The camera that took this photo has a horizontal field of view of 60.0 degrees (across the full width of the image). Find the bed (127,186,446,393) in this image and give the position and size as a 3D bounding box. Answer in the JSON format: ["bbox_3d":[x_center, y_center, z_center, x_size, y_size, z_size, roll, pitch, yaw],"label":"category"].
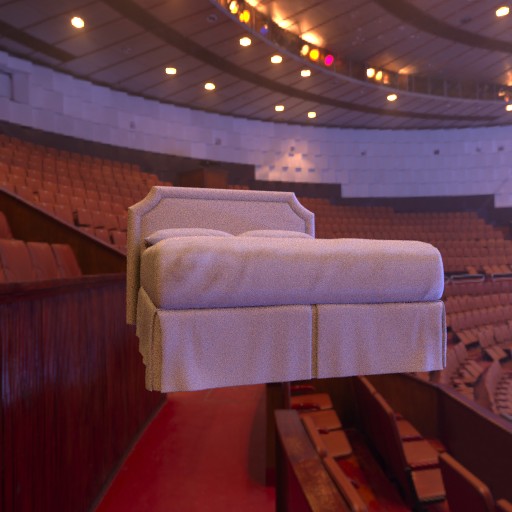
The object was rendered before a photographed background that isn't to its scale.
[{"bbox_3d":[0.000,0.000,3.270,1.828,1.297,2.164,0,-1,-16],"label":"bed"}]
